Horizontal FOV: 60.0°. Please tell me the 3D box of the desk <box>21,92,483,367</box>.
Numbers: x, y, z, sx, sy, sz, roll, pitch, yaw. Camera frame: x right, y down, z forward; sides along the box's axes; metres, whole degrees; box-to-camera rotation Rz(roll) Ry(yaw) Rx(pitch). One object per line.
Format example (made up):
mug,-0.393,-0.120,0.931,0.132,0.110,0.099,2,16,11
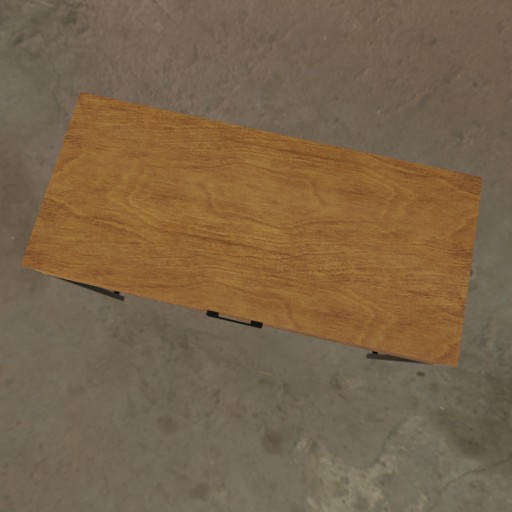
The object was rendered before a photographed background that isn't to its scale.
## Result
desk,0.000,0.000,1.419,1.016,0.762,0.470,13,79,3
